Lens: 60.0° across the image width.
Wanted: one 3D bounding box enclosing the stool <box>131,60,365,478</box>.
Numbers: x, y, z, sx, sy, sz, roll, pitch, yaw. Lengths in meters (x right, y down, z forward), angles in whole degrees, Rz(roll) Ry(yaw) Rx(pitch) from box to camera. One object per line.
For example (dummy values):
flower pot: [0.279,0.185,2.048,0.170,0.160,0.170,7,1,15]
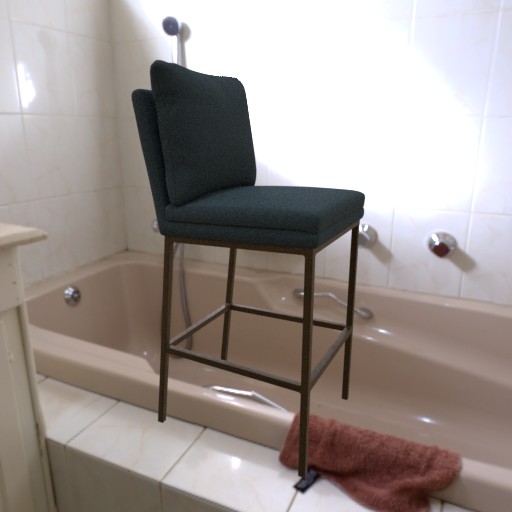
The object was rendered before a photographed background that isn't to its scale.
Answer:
stool: [0.000,0.000,1.407,0.568,1.124,0.463,8,18,26]
